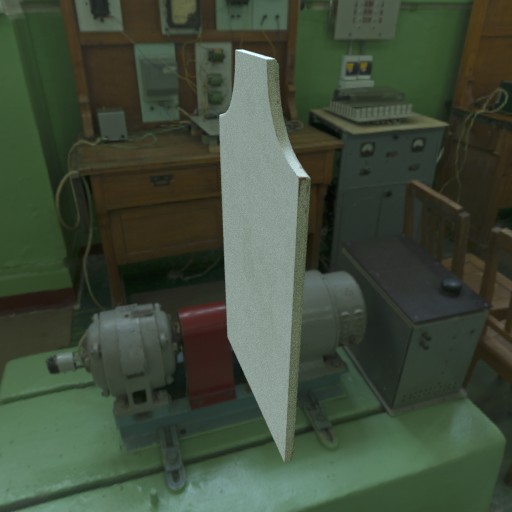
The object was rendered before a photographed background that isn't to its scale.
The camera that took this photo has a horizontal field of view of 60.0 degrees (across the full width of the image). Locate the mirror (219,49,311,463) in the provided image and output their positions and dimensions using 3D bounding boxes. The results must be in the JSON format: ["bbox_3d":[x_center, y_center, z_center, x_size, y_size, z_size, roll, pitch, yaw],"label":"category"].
[{"bbox_3d":[0.000,0.000,0.861,0.022,0.717,0.403,-10,31,-17],"label":"mirror"}]
